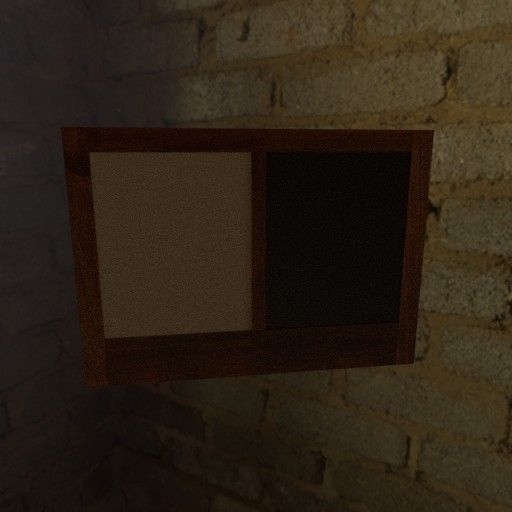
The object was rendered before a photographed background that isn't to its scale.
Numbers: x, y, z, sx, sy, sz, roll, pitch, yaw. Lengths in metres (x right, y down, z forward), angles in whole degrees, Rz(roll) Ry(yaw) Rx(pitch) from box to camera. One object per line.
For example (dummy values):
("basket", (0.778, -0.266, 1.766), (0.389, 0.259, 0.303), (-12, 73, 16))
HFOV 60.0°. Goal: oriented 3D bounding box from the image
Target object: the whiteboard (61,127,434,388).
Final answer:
("whiteboard", (0.000, 0.000, 1.007), (0.768, 0.553, 0.083), (-2, 13, -8))
